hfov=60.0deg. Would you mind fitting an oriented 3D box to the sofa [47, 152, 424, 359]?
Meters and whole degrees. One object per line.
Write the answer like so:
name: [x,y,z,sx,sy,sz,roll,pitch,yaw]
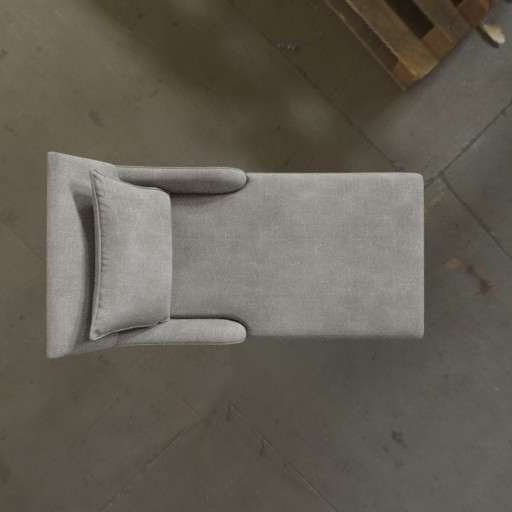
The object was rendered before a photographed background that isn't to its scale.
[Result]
sofa: [0.000,0.000,2.267,1.779,0.859,0.894,0,90,-2]
